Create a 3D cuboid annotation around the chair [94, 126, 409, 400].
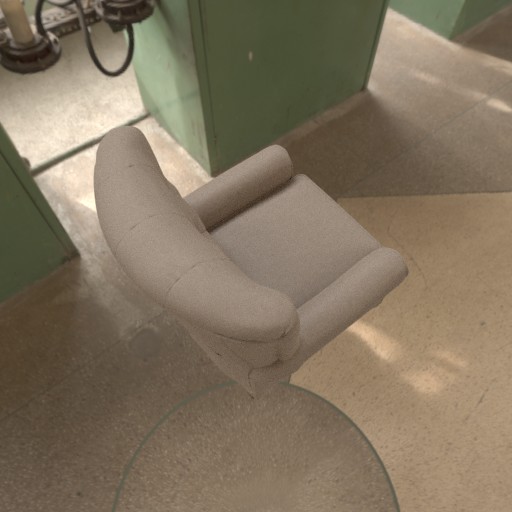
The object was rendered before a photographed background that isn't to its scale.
[{"bbox_3d":[0.000,0.000,1.909,1.041,1.138,0.999,-33,64,-18],"label":"chair"}]
